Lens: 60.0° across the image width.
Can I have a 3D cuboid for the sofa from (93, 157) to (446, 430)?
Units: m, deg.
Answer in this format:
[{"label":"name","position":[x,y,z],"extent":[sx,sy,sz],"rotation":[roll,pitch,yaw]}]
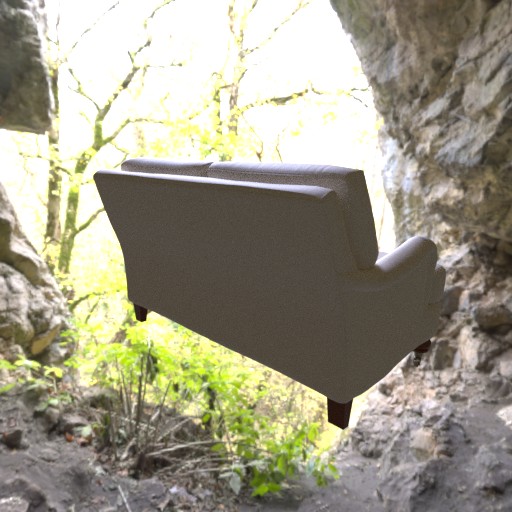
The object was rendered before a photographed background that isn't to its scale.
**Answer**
[{"label":"sofa","position":[0.000,0.000,2.571],"extent":[1.084,1.101,1.853],"rotation":[-13,19,-43]}]
